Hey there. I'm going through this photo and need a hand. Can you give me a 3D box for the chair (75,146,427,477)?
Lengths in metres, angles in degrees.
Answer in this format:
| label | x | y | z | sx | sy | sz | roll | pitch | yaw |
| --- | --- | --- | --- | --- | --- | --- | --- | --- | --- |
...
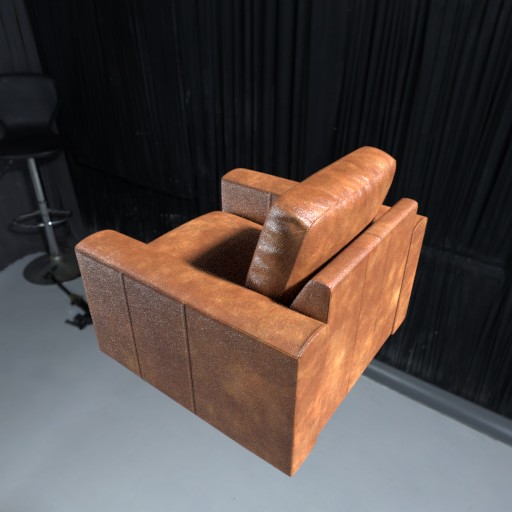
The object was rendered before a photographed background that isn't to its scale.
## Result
| label | x | y | z | sx | sy | sz | roll | pitch | yaw |
| --- | --- | --- | --- | --- | --- | --- | --- | --- | --- |
| chair | 0.000 | 0.000 | 1.788 | 1.016 | 0.873 | 1.005 | 21 | 37 | 30 |
